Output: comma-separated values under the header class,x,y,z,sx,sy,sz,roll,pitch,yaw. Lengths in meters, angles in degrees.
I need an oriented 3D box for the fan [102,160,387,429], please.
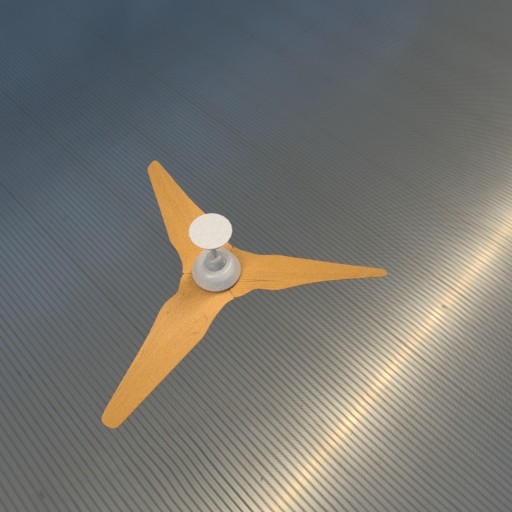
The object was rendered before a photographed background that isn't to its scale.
class,x,y,z,sx,sy,sz,roll,pitch,yaw
fan,0.000,0.000,1.632,1.010,0.355,1.142,-1,59,-1
